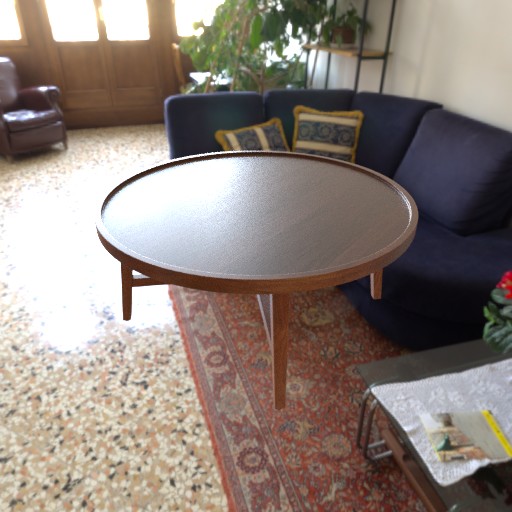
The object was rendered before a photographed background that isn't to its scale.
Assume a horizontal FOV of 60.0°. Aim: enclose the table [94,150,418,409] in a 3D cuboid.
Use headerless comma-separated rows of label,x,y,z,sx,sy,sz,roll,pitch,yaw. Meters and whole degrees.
table,0.000,0.000,1.236,0.800,0.360,0.800,0,30,0
